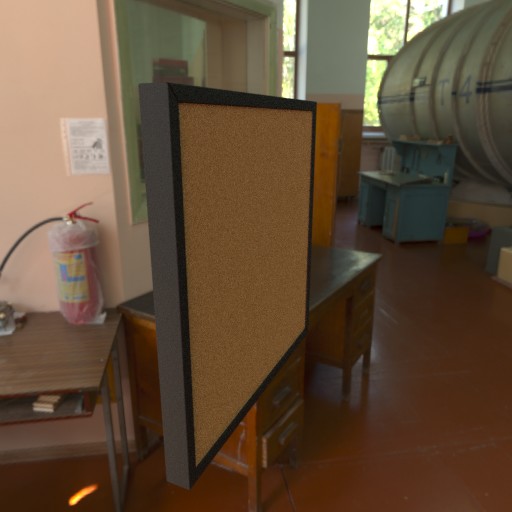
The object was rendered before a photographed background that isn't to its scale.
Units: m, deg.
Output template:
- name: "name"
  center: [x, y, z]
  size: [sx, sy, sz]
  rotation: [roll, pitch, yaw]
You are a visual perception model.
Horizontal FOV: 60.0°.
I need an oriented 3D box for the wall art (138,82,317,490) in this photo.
- name: "wall art"
  center: [0.000, 0.000, 0.744]
  size: [0.037, 0.508, 0.508]
  rotation: [8, 18, 23]
